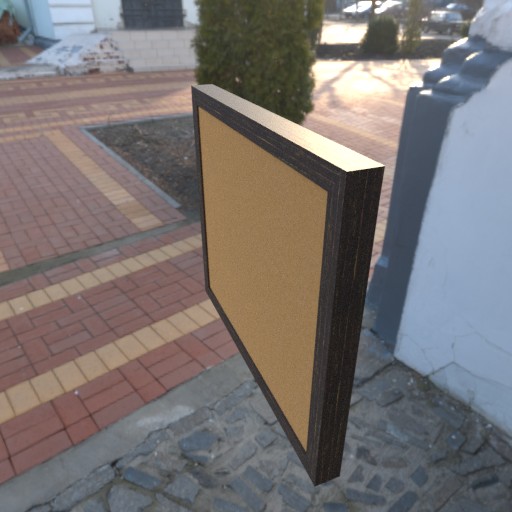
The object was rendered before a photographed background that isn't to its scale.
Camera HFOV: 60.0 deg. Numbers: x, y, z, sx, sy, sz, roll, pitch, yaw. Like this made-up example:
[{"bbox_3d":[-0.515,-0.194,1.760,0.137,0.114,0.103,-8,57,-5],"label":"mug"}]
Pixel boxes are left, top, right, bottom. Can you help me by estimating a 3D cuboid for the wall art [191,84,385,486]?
[{"bbox_3d":[0.000,0.000,0.525,0.031,0.330,0.381,-11,31,-19],"label":"wall art"}]
